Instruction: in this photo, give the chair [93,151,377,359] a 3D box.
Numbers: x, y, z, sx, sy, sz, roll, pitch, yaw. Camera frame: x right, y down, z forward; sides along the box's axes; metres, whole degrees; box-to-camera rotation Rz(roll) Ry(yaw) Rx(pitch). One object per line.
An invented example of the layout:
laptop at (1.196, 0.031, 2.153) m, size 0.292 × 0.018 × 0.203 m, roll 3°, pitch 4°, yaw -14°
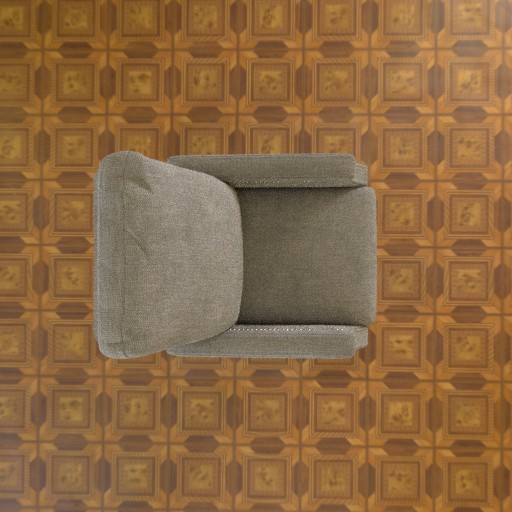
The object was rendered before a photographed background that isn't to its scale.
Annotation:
chair at (0.000, 0.000, 1.634) m, size 0.922 × 1.049 × 0.710 m, roll 0°, pitch 90°, yaw 1°
